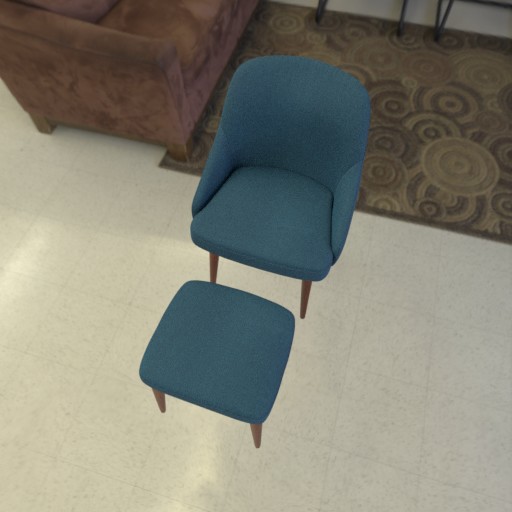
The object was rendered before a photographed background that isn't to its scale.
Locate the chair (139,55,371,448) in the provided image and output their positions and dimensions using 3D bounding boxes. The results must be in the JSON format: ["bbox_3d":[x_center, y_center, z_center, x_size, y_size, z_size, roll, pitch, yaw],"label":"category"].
[{"bbox_3d":[0.000,0.000,1.605,0.584,0.866,1.114,17,61,10],"label":"chair"}]
